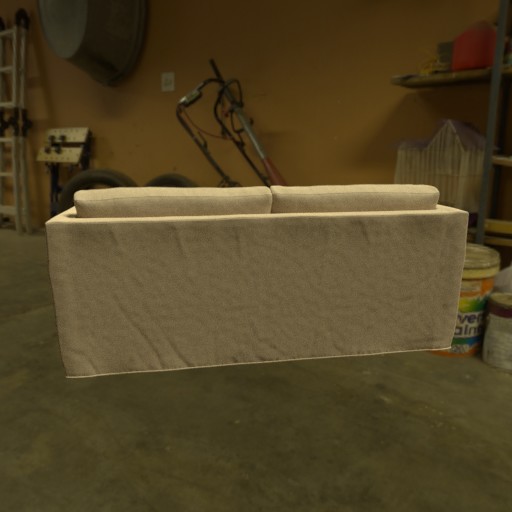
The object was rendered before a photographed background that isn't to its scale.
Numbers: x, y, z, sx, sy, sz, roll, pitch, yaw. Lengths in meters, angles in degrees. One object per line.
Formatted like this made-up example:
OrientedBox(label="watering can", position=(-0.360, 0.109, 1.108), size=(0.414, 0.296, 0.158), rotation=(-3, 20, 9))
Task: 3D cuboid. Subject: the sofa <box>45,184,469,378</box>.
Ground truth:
OrientedBox(label="sofa", position=(0.000, 0.000, 2.483), size=(1.959, 0.835, 0.962), rotation=(-2, 14, -9))
